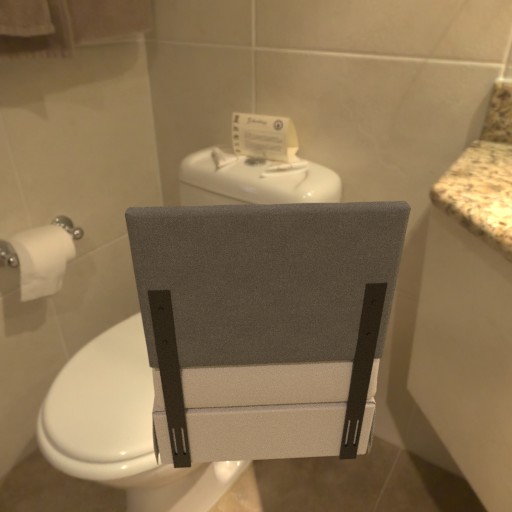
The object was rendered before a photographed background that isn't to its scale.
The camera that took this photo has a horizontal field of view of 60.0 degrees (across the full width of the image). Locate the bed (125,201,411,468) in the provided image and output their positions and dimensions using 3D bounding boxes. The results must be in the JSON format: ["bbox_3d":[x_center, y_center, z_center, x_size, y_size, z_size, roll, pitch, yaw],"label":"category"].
[{"bbox_3d":[0.000,0.000,2.968,1.261,1.571,1.997,-2,30,-3],"label":"bed"}]
